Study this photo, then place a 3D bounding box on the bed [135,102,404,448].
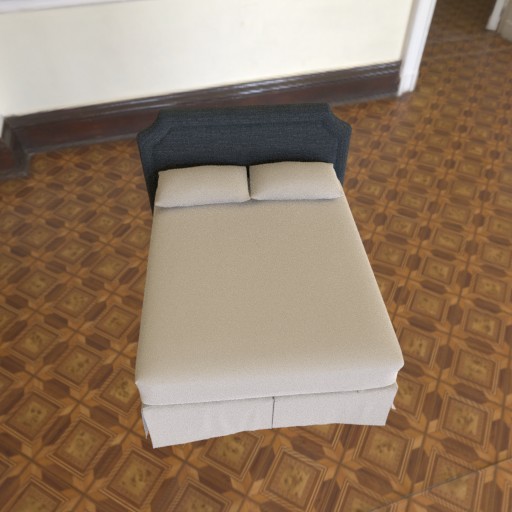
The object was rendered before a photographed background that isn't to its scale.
[{"bbox_3d":[0.000,0.000,3.306,1.828,1.297,2.208,-3,46,-3],"label":"bed"}]
